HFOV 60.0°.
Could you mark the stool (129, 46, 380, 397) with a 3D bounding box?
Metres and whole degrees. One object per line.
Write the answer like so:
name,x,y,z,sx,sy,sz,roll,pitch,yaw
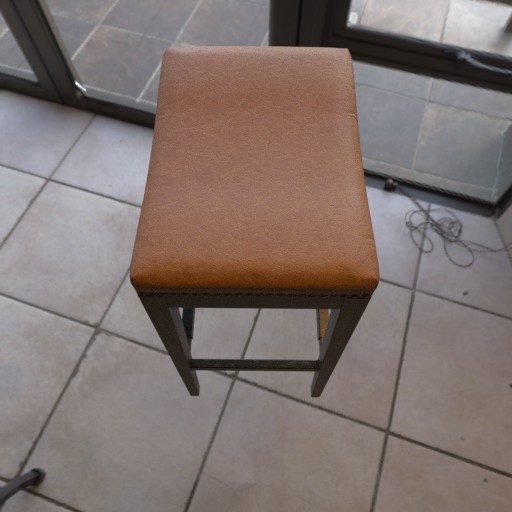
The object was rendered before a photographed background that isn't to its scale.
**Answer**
stool,0.000,0.000,1.019,0.361,0.759,0.500,1,63,0
